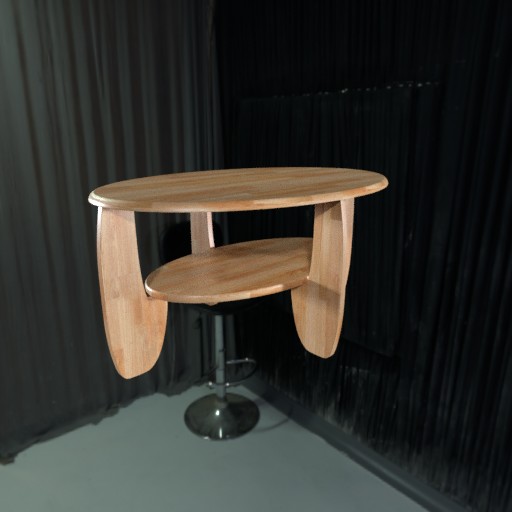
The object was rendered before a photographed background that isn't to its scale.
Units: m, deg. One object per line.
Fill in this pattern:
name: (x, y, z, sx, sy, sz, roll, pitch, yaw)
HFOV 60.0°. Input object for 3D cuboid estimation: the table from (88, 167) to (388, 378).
table: (0.000, 0.000, 1.437, 1.040, 0.490, 0.690, -15, 22, -41)
